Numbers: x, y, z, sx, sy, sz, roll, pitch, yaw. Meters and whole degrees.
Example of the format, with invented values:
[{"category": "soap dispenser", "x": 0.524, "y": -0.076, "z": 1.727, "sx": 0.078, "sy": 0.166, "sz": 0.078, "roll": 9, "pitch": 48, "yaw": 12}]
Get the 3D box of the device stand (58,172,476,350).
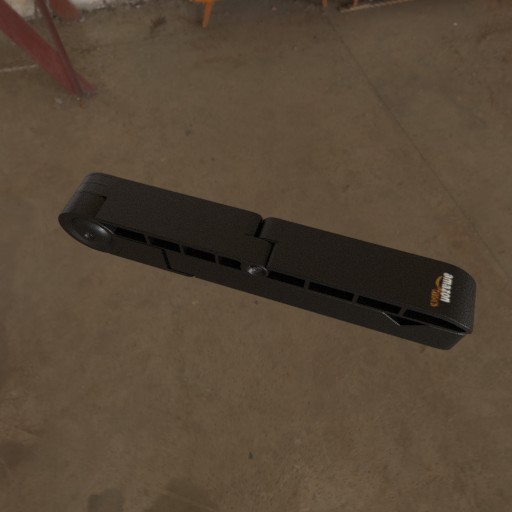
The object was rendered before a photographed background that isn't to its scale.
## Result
[{"category": "device stand", "x": 0.000, "y": 0.000, "z": 0.192, "sx": 0.179, "sy": 0.030, "sz": 0.026, "roll": 16, "pitch": 60, "yaw": 9}]
